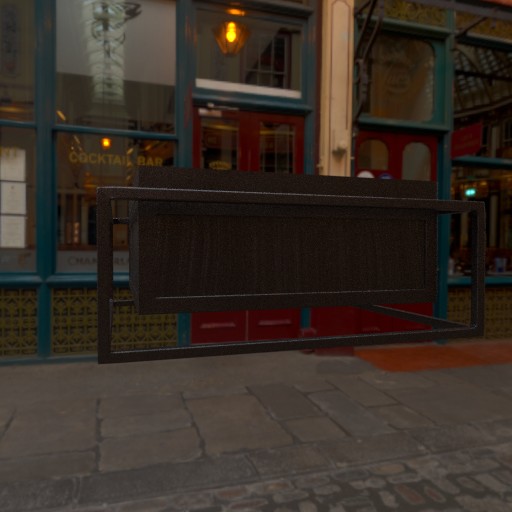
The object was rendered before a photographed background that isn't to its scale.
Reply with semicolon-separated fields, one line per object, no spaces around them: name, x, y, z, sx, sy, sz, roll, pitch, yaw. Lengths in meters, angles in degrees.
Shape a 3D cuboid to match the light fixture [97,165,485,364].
light fixture;0.000;0.000;0.679;0.441;0.191;0.441;0;1;-17
